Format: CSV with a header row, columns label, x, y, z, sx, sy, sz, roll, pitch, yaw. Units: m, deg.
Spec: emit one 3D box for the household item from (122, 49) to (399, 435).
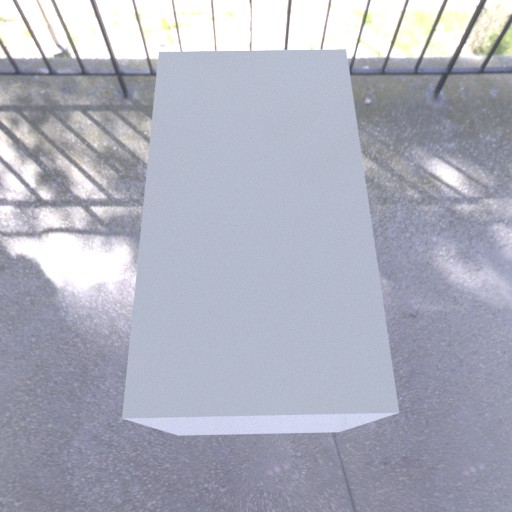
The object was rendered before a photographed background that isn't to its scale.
label,x,y,z,sx,sy,sz,roll,pitch,yaw
household item,0.000,0.000,1.523,0.597,0.749,1.100,-1,65,0
